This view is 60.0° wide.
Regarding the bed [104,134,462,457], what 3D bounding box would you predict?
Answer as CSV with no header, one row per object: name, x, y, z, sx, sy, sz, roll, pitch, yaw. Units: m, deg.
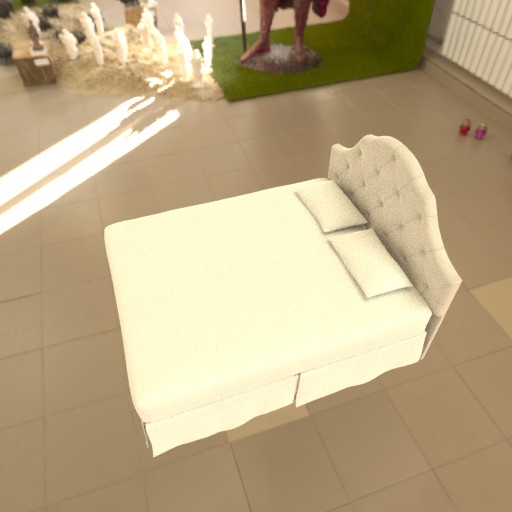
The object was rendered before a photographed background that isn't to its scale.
bed,0.000,0.000,3.740,2.477,1.617,2.039,-14,48,-14
